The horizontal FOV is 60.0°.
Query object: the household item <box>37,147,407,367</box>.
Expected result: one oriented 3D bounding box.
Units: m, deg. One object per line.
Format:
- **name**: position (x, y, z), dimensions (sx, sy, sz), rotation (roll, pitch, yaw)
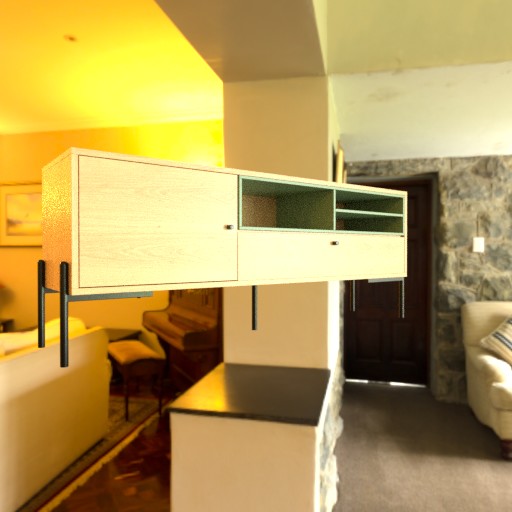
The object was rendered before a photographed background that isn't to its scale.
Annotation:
- **household item**: position (0.000, 0.000, 1.791), dimensions (1.550, 0.600, 0.400), rotation (0, 1, -36)
